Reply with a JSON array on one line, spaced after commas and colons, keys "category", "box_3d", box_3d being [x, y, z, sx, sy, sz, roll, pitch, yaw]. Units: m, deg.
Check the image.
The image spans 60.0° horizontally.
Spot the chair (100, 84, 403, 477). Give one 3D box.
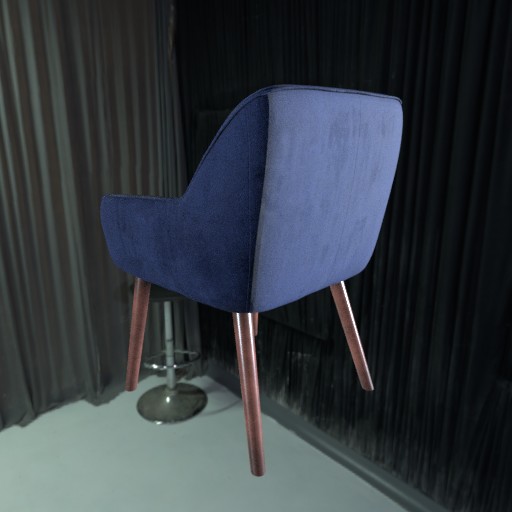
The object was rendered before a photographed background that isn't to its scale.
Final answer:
[{"category": "chair", "box_3d": [0.000, 0.000, 1.210, 0.600, 0.820, 0.600, 14, 21, 42]}]
